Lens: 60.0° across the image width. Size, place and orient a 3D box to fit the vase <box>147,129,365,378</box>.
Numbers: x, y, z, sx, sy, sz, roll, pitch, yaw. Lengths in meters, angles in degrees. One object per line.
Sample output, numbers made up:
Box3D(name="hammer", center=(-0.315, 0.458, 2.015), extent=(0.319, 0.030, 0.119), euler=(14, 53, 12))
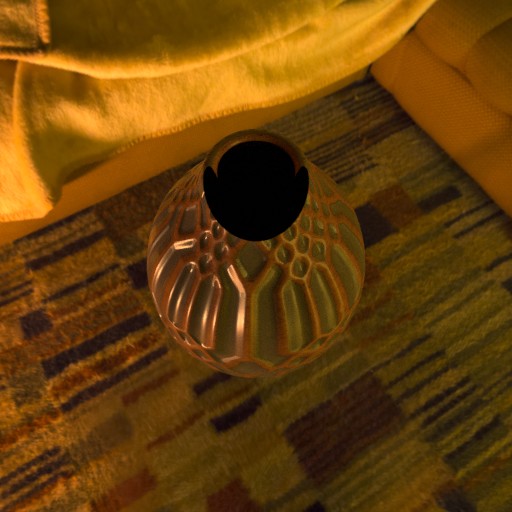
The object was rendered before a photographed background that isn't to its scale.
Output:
Box3D(name="vase", center=(0.000, 0.000, 0.139), extent=(0.069, 0.088, 0.069), euler=(0, 63, 0))
